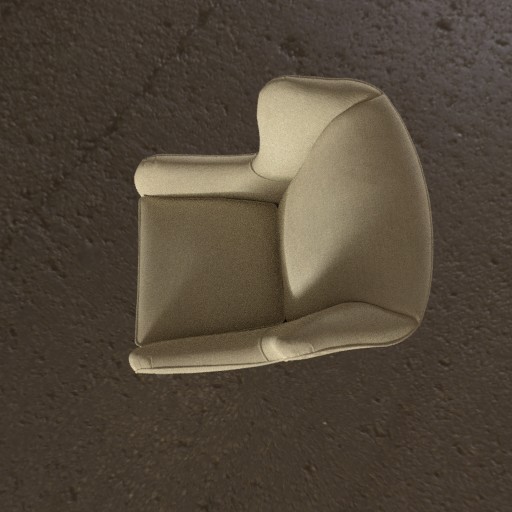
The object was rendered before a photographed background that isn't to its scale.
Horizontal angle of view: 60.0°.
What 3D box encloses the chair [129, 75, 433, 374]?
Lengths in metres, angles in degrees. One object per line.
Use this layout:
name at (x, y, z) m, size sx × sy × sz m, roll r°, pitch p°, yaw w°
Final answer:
chair at (0.000, 0.000, 1.695) m, size 0.966 × 1.040 × 0.838 m, roll -3°, pitch 73°, yaw -1°
